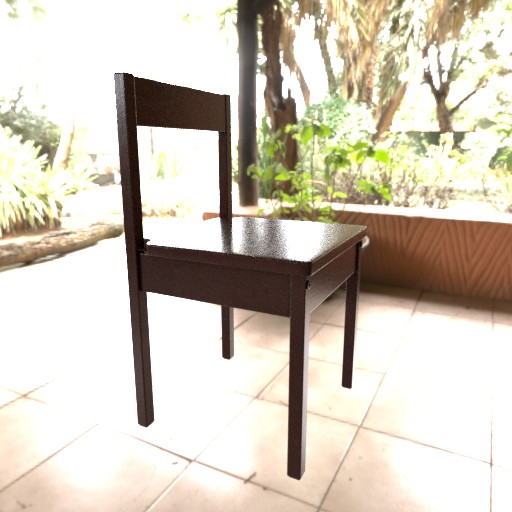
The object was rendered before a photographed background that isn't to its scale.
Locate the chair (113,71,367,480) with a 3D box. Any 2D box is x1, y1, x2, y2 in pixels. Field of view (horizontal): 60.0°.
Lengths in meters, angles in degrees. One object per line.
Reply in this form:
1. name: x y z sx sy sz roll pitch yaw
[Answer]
1. chair: 0.000 0.000 0.894 0.361 0.668 0.367 7 15 26
